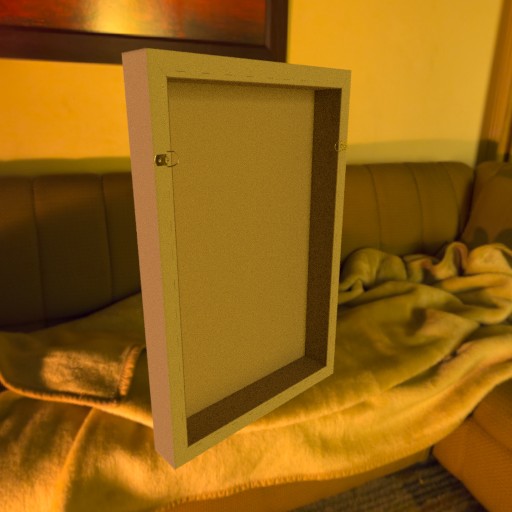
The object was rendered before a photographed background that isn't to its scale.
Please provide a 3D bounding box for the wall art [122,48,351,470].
[{"bbox_3d":[0.000,0.000,0.475,0.252,0.381,0.039,-16,24,-40],"label":"wall art"}]
